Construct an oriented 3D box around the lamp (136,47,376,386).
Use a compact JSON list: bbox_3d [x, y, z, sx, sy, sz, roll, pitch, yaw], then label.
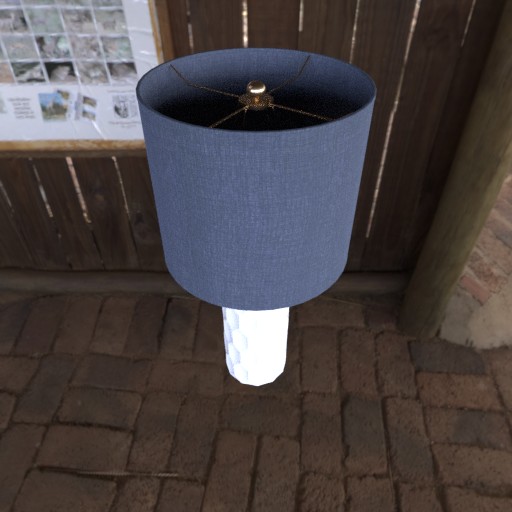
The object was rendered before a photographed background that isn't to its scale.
[{"bbox_3d":[0.000,0.000,0.692,0.277,0.537,0.277,-12,42,-14],"label":"lamp"}]
